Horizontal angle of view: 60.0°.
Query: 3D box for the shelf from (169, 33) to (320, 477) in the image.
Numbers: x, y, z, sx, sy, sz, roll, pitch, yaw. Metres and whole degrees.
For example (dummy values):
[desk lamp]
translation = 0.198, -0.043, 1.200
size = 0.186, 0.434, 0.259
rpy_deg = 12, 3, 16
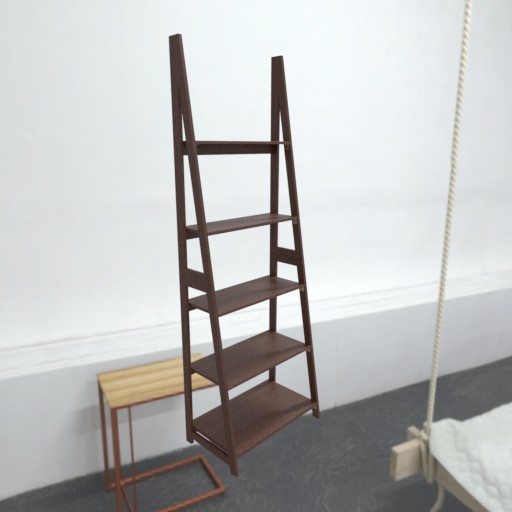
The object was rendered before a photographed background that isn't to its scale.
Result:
[shelf]
translation = 0.000, 0.000, 1.989
size = 0.350, 1.770, 0.600
rpy_deg = 13, 19, 43
